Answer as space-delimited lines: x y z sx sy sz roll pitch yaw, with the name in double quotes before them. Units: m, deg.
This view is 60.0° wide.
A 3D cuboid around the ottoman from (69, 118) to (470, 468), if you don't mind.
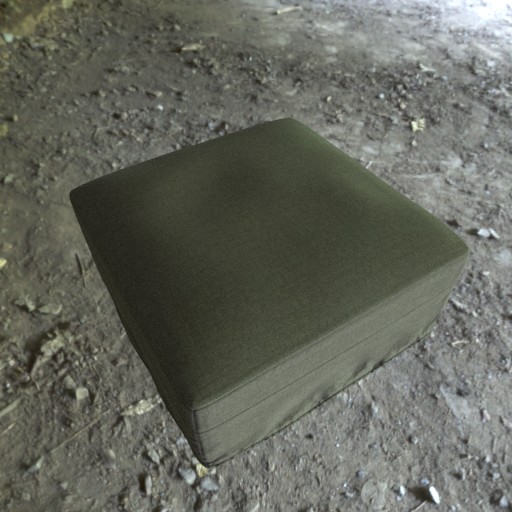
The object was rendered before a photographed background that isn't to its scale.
"ottoman" 0.000 0.000 1.344 0.840 0.436 0.843 -24 51 -22
